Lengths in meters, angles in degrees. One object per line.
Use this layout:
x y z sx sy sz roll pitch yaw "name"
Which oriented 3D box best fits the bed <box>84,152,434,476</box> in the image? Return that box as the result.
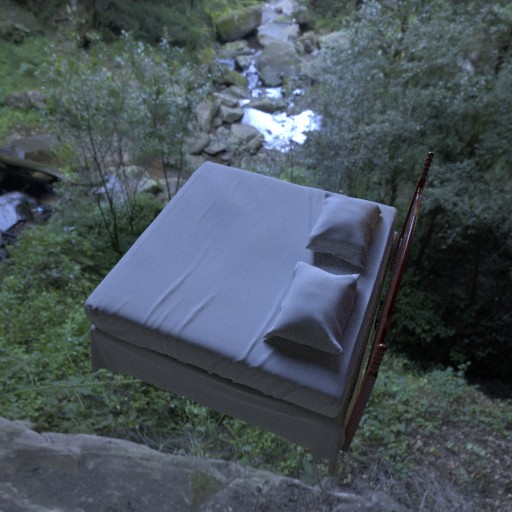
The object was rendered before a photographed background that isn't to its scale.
0.000 0.000 3.578 2.219 1.355 2.322 17 49 15 "bed"
